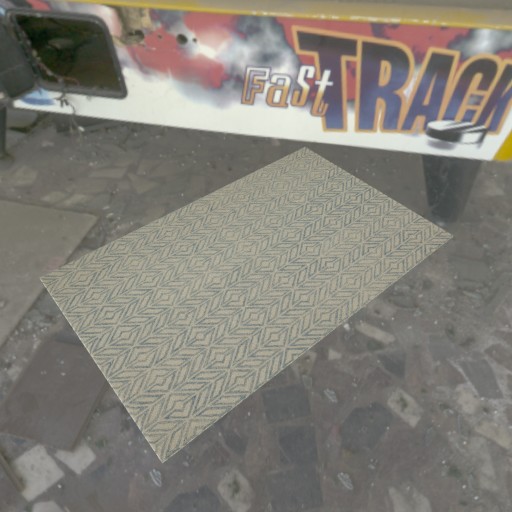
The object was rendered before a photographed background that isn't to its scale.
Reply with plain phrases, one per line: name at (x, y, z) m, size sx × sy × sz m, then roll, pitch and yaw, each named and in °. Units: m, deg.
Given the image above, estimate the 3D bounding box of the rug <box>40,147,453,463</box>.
rug at (0.000, 0.000, 3.059) m, size 2.441 × 0.008 × 1.526 m, roll -31°, pitch 54°, yaw -27°
